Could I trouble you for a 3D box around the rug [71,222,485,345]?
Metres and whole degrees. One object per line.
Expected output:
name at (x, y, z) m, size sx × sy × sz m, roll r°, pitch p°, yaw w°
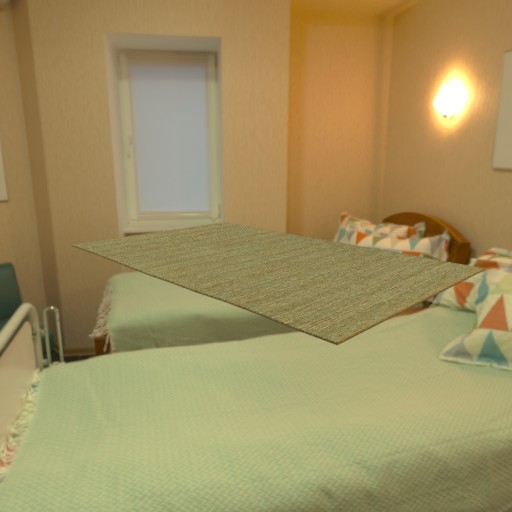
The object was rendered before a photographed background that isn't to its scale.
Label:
rug at (0.000, 0.000, 3.036) m, size 1.540 × 0.012 × 2.448 m, roll -13°, pitch 19°, yaw -43°
